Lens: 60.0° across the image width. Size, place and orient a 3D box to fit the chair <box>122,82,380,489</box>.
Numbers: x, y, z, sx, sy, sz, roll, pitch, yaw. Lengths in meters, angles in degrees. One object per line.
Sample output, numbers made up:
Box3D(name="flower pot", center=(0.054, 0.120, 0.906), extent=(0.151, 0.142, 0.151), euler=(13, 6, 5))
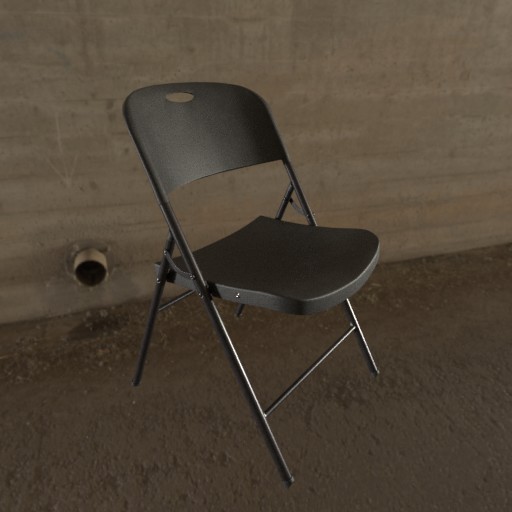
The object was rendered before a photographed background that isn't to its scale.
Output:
Box3D(name="chair", center=(0.000, 0.000, 1.143), extent=(0.566, 0.810, 0.494), euler=(18, 31, 34))
